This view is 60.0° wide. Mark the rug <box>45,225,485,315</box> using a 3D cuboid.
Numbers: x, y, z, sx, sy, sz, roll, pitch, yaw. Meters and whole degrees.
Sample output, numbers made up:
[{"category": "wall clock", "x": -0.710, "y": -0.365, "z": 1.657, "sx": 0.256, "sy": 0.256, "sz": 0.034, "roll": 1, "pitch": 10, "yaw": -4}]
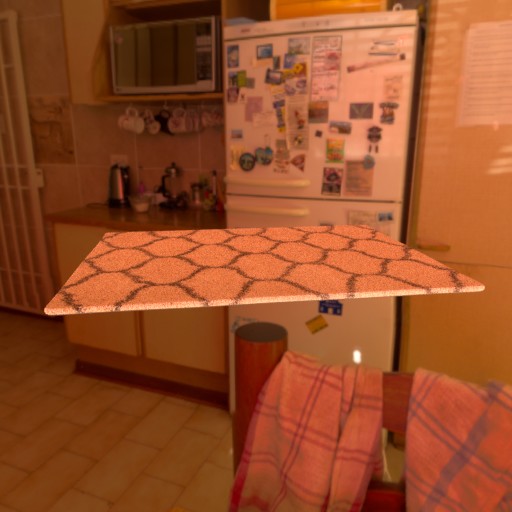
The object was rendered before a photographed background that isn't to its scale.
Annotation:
[{"category": "rug", "x": 0.000, "y": 0.000, "z": 2.145, "sx": 1.600, "sy": 0.025, "sz": 1.200, "roll": -2, "pitch": 16, "yaw": -8}]
